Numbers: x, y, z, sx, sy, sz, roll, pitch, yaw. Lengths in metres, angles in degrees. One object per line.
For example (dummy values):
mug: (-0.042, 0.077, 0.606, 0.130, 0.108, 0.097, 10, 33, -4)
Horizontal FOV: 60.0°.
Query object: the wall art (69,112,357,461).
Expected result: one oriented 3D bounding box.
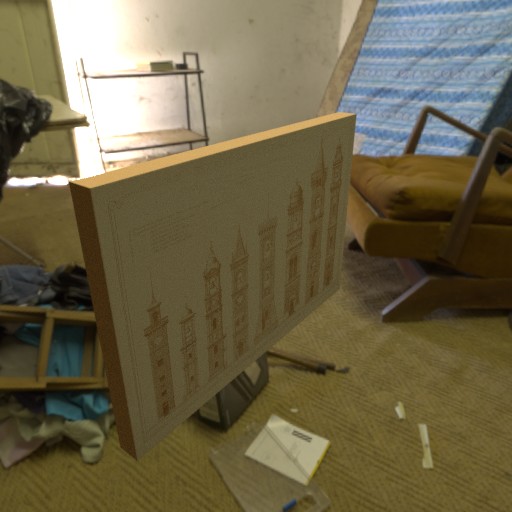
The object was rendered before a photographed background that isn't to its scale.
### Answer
wall art: (0.000, 0.000, 0.774, 0.039, 0.407, 0.609, 19, 32, 33)
